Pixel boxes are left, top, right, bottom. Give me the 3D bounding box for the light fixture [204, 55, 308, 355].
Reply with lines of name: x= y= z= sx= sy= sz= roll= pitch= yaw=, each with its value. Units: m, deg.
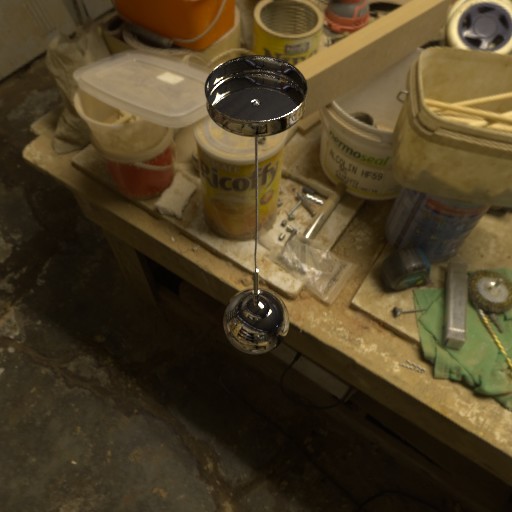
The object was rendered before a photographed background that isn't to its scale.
light fixture: x=0.000 y=0.000 z=1.718 sx=0.336 sy=1.538 sz=0.336 roll=31 pitch=63 yaw=18
